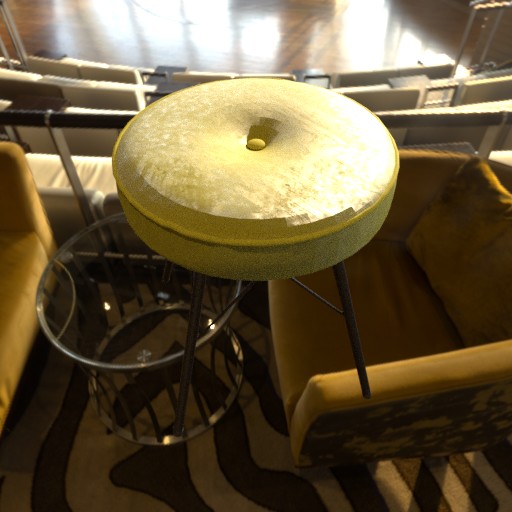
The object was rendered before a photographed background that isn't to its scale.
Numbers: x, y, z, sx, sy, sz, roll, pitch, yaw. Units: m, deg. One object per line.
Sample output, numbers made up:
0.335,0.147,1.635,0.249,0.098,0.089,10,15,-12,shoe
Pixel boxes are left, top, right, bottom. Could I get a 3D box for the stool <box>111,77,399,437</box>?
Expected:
0.000,0.000,0.814,0.409,0.508,0.409,-8,48,-8,stool
